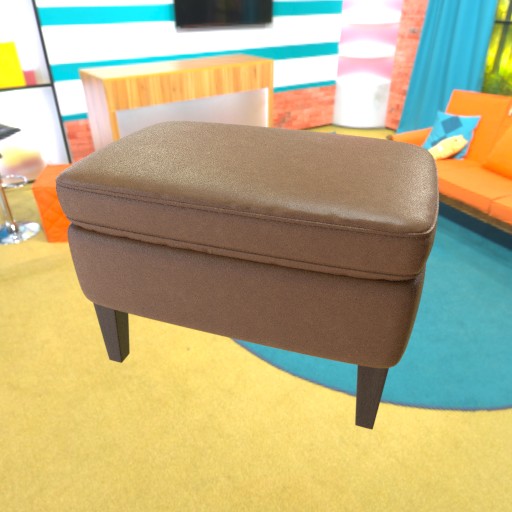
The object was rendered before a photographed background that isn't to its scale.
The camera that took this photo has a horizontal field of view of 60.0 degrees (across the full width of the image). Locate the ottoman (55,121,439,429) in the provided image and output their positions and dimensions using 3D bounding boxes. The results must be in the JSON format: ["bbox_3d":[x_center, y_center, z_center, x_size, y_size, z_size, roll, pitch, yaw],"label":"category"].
[{"bbox_3d":[0.000,0.000,0.960,0.670,0.480,0.420,10,33,16],"label":"ottoman"}]
